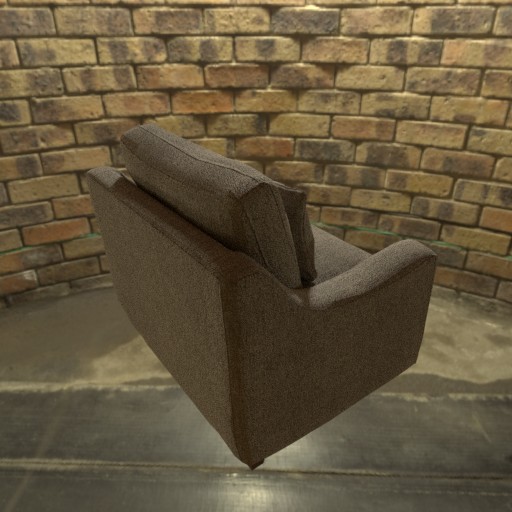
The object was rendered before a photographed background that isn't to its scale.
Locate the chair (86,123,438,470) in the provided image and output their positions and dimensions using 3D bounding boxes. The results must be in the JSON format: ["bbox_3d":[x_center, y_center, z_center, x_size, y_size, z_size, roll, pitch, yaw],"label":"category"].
[{"bbox_3d":[0.000,0.000,1.902,1.009,1.037,1.138,-19,34,-31],"label":"chair"}]
